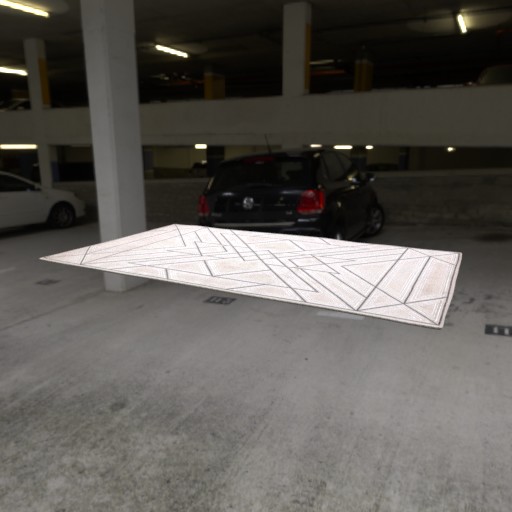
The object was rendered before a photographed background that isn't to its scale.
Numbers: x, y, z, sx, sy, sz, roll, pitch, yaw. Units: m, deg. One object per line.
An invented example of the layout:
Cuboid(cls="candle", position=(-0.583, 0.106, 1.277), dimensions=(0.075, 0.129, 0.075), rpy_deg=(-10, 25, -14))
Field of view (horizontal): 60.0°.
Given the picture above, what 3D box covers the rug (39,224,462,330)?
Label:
Cuboid(cls="rug", position=(0.000, 0.000, 1.047), dimensions=(0.869, 0.008, 0.511), rpy_deg=(7, 16, 27))
